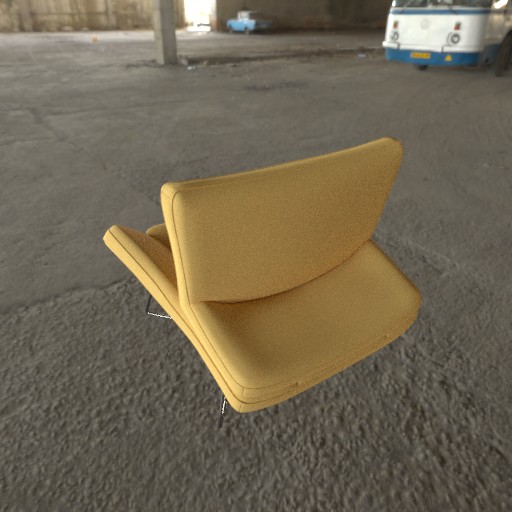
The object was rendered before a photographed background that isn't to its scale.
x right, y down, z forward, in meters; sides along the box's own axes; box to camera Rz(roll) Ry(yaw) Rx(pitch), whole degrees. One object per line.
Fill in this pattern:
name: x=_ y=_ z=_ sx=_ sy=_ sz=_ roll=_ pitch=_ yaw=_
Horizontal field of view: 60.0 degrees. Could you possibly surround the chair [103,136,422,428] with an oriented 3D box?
chair: x=0.000 y=0.000 z=1.647 sx=0.859 sy=0.855 sz=1.008 roll=-18 pitch=34 yaw=-30
